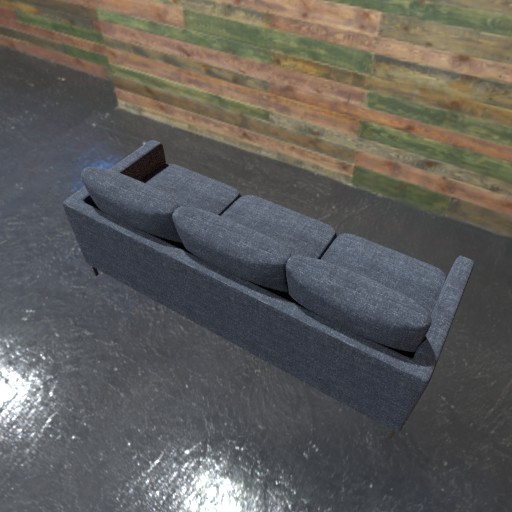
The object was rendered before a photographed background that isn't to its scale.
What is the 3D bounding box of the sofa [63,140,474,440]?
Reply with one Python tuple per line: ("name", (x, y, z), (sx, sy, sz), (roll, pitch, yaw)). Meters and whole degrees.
("sofa", (0.000, 0.000, 2.647), (2.218, 0.874, 0.859), (24, 51, 21))
